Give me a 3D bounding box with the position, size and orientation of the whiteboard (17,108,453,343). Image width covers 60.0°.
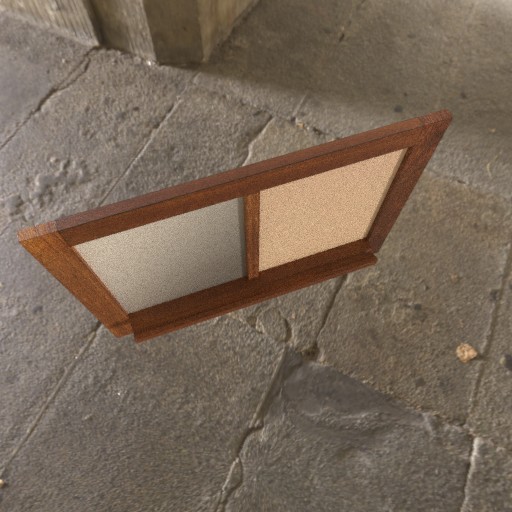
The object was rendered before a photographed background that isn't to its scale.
[{"bbox_3d":[0.000,0.000,1.000,0.783,0.559,0.083,-18,65,-8],"label":"whiteboard"}]
